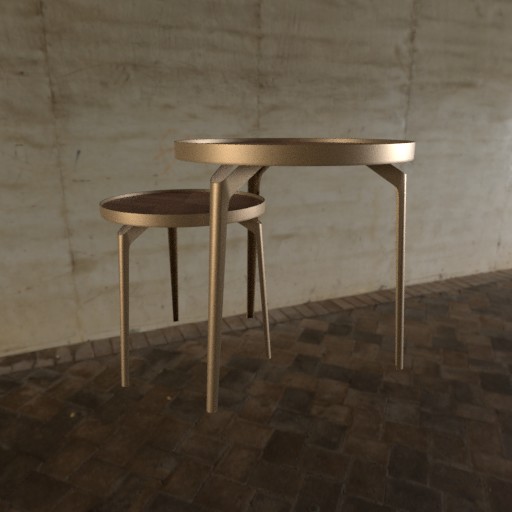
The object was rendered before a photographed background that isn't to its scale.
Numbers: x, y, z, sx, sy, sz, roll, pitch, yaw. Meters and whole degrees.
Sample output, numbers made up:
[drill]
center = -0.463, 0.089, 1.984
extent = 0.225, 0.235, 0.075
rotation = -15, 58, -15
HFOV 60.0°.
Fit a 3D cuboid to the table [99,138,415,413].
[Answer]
[table]
center = 0.000, 0.000, 1.099
extent = 0.751, 0.555, 0.532
rotation = 3, 16, 9
